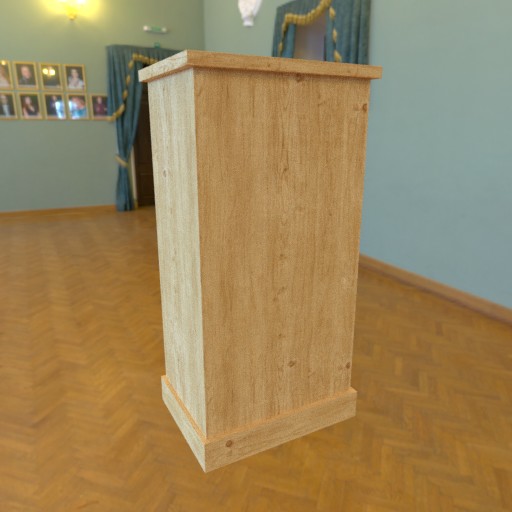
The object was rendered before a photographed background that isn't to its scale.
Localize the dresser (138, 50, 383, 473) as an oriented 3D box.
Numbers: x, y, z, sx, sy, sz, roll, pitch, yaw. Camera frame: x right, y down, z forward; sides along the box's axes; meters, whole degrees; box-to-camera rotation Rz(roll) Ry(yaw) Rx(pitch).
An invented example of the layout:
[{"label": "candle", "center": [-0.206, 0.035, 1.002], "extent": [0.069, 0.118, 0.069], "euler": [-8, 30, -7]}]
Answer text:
[{"label": "dresser", "center": [0.000, 0.000, 1.328], "extent": [0.531, 1.041, 0.390], "euler": [-8, 18, -27]}]
